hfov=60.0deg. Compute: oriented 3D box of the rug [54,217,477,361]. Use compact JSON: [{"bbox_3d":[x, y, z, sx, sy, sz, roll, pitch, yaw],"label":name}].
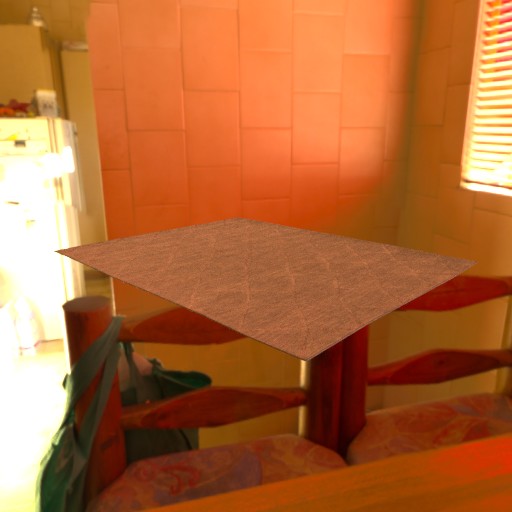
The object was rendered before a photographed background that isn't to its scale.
[{"bbox_3d":[0.000,0.000,4.025,3.048,0.013,2.438,15,21,42],"label":"rug"}]
